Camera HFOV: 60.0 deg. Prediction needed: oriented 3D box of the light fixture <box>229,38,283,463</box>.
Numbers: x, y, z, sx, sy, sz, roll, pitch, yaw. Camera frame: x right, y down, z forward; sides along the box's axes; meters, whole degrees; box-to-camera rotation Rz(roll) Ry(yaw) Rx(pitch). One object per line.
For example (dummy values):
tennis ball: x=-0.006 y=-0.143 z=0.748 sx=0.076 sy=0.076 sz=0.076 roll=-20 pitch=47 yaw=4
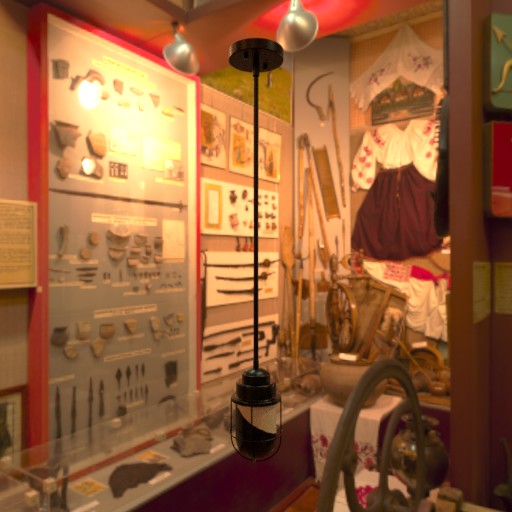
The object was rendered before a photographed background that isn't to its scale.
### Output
light fixture: x=0.000 y=0.000 z=0.995 sx=0.123 sy=0.920 sz=0.123 roll=0 pitch=0 yaw=37
